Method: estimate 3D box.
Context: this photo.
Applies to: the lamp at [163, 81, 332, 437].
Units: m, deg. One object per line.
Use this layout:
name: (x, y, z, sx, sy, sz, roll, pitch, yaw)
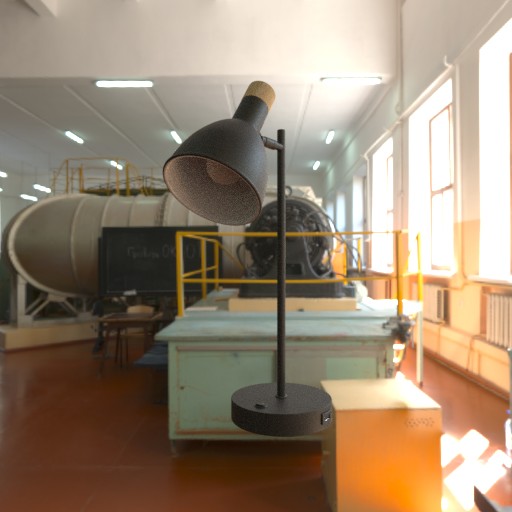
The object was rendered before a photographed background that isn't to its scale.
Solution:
lamp: (0.000, 0.000, 0.612, 0.152, 0.483, 0.287, 0, 0, 36)
